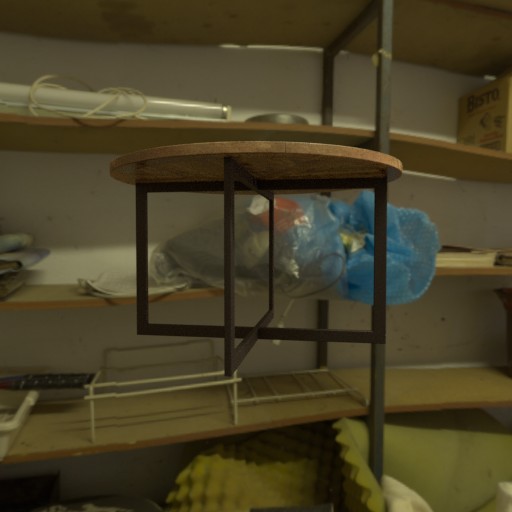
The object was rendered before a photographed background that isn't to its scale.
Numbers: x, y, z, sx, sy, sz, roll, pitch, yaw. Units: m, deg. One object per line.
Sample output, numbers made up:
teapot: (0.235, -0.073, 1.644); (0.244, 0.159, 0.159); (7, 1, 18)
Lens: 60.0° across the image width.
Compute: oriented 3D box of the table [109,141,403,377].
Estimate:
table: (0.000, 0.000, 2.027); (1.264, 0.762, 1.264); (0, 2, 0)
